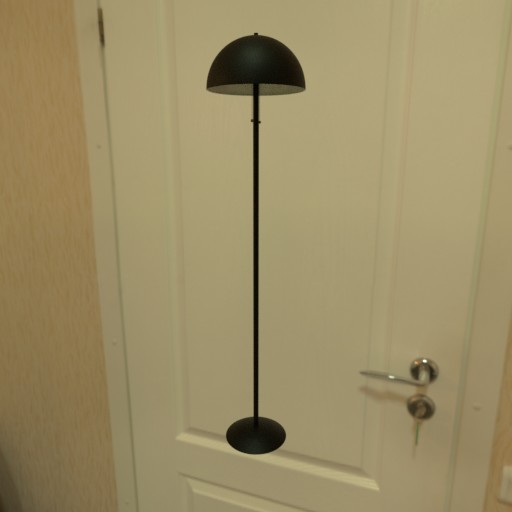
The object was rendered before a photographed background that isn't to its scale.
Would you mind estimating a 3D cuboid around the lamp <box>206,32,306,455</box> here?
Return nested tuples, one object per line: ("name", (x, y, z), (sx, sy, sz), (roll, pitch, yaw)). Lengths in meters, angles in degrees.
("lamp", (0.000, 0.000, 1.607), (0.328, 1.480, 0.328), (-2, 14, -8))
